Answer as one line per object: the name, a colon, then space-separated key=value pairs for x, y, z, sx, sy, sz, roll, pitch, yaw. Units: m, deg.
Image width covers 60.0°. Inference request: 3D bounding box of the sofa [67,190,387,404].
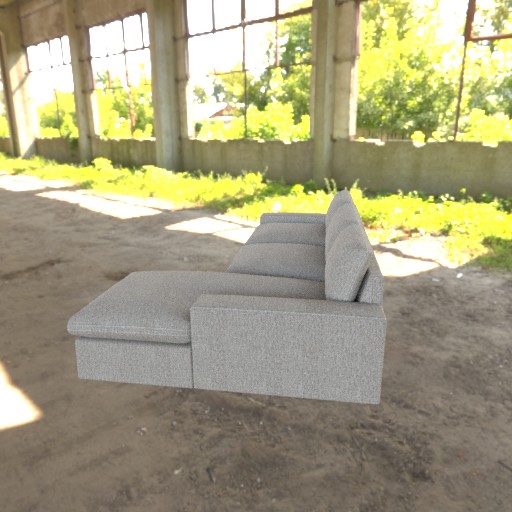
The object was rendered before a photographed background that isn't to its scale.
sofa: x=0.000 y=0.000 z=3.566 sx=1.689 sy=0.813 sz=2.718 roll=2 pitch=16 yaw=8
